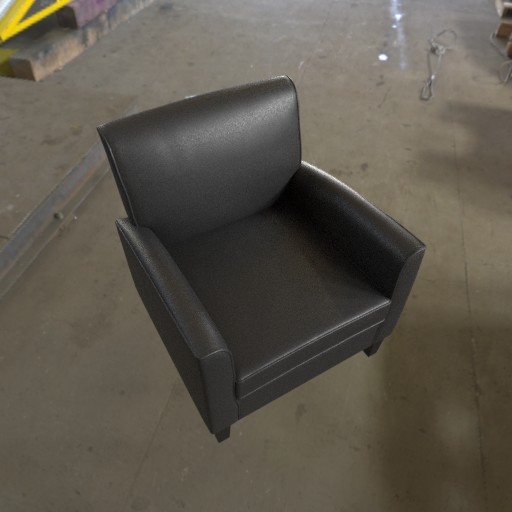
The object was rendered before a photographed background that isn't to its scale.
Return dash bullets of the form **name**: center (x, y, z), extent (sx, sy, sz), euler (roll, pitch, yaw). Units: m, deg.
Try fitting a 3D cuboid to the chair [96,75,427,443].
- **chair**: center (0.000, 0.000, 1.637), extent (0.820, 0.916, 0.819), euler (-23, 51, -20)
